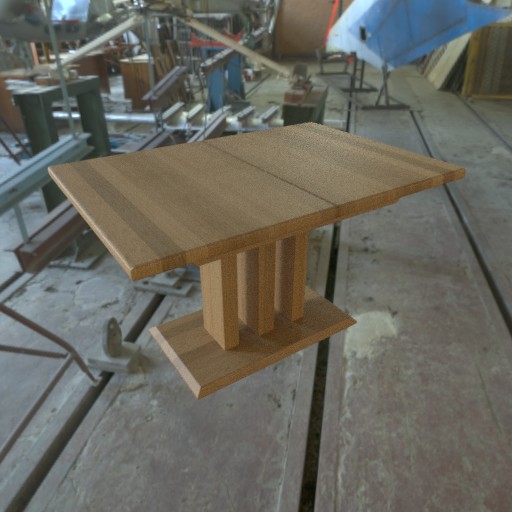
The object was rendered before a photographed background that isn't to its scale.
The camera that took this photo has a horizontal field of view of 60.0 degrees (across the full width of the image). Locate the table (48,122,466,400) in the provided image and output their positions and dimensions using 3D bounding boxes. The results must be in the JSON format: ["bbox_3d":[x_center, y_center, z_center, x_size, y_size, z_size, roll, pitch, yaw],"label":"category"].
[{"bbox_3d":[0.000,0.000,1.854,1.300,0.770,0.900,-18,34,-29],"label":"table"}]
